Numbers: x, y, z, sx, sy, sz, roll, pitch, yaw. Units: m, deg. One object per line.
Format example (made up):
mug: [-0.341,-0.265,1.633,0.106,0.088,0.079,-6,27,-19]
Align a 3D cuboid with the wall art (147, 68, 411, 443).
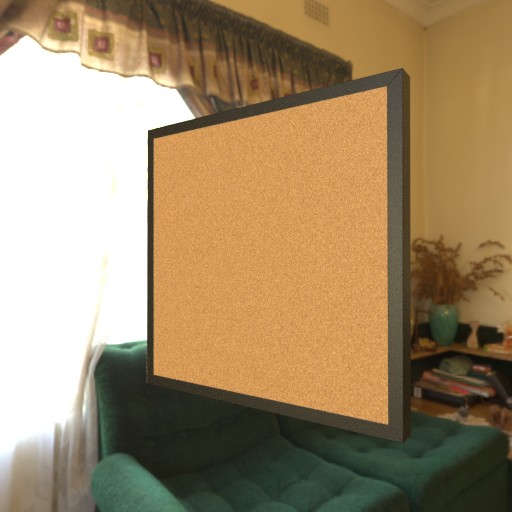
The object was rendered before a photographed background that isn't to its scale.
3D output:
wall art: [0.000,0.000,0.757,0.508,0.508,0.036,0,0,35]
